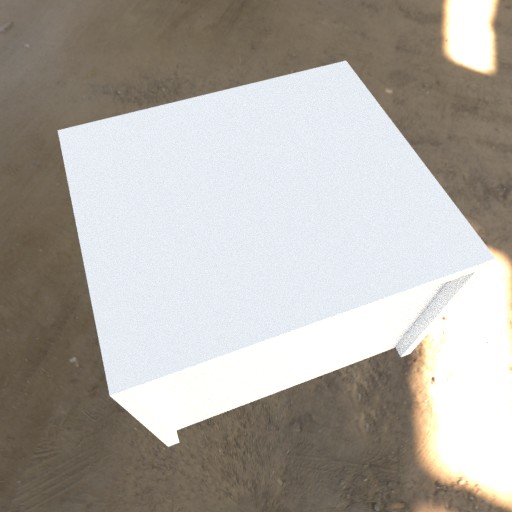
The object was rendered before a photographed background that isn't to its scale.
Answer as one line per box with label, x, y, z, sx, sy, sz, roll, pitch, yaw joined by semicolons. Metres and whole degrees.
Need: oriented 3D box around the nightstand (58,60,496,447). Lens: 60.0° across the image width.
nightstand;0.000;0.000;0.744;0.470;0.351;0.408;-18;60;-10
